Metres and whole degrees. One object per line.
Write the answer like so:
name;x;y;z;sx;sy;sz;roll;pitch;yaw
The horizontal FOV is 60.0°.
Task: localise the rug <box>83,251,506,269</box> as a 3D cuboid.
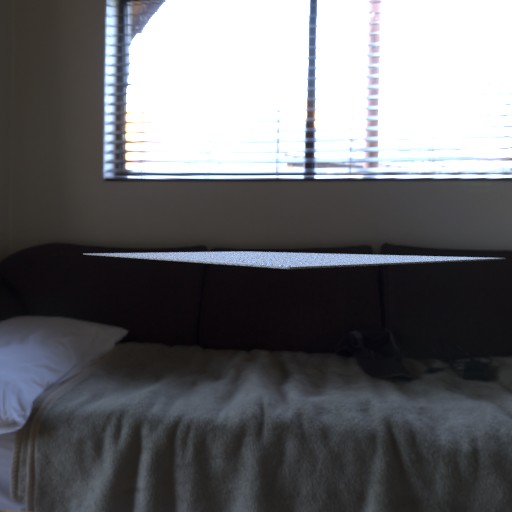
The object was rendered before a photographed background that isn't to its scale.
rug;0.000;0.000;2.904;1.526;0.008;2.441;-1;2;-36
